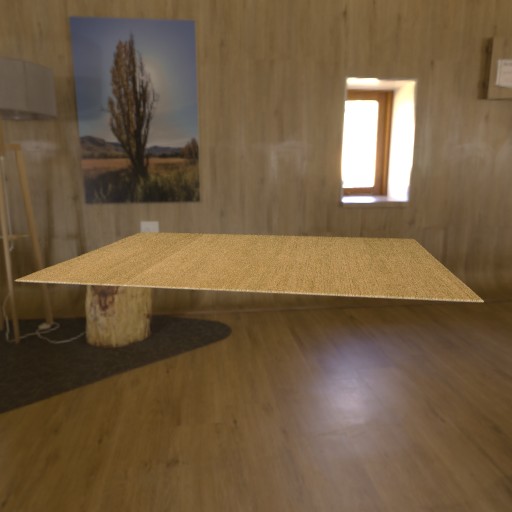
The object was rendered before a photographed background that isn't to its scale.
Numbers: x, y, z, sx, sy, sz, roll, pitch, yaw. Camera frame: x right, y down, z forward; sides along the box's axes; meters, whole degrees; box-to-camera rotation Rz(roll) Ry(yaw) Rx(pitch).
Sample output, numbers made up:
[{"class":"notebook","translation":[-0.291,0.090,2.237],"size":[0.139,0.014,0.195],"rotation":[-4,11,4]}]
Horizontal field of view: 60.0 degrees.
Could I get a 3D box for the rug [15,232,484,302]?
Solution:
[{"class":"rug","translation":[0.000,0.000,4.996],"size":[3.935,0.025,2.782],"rotation":[2,12,9]}]
